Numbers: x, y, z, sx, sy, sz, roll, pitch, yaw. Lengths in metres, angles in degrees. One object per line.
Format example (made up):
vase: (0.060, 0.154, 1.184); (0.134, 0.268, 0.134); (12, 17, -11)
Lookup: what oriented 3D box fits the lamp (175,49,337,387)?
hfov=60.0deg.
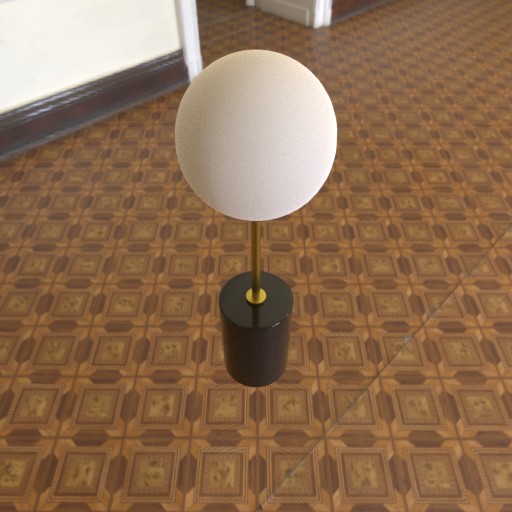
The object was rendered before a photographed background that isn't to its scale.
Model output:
lamp: (0.000, 0.000, 0.542); (0.153, 0.480, 0.153); (0, 46, 0)
